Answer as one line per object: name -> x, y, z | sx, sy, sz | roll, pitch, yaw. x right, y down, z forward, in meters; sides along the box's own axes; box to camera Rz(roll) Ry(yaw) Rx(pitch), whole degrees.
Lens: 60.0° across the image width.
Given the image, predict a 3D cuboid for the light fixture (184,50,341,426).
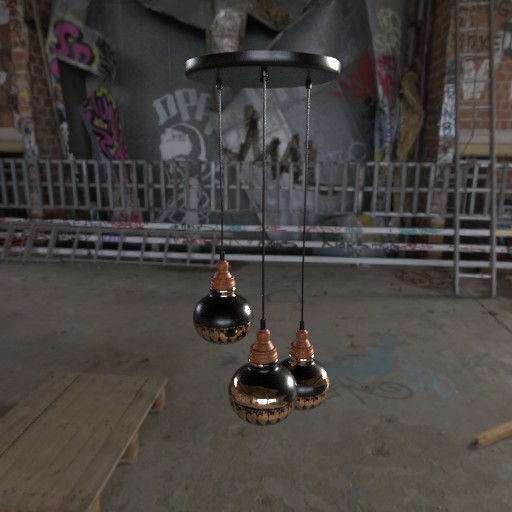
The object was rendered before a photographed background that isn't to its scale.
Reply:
light fixture -> 0.000, 0.000, 1.777 | 0.605, 1.410, 0.608 | 7, 15, 26
